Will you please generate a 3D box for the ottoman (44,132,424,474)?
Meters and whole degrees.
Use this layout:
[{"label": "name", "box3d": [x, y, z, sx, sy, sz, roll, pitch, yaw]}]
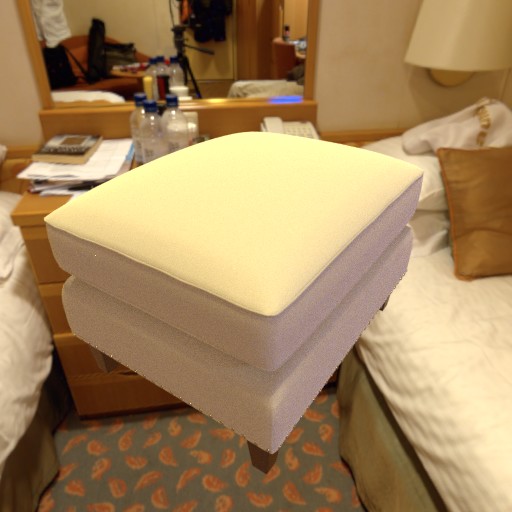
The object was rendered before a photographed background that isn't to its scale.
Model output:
[{"label": "ottoman", "box3d": [0.000, 0.000, 1.113, 0.584, 0.513, 0.741, 20, 36, 29]}]
